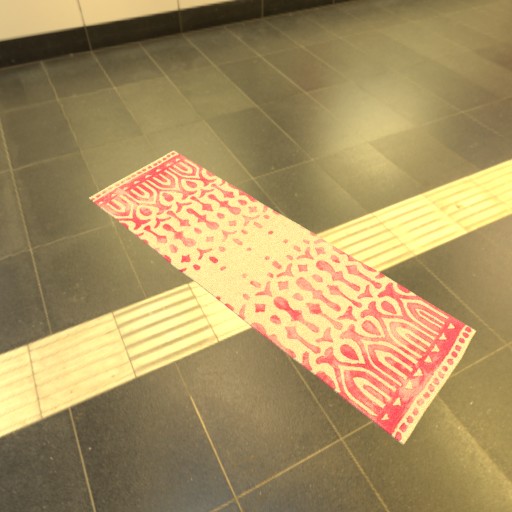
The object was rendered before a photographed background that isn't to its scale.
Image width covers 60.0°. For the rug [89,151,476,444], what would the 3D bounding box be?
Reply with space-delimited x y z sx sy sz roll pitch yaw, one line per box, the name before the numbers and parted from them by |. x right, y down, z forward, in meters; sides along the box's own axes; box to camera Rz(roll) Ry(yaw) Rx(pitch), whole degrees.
rug | 0.000 0.000 2.681 2.458 0.011 0.787 34 56 28
